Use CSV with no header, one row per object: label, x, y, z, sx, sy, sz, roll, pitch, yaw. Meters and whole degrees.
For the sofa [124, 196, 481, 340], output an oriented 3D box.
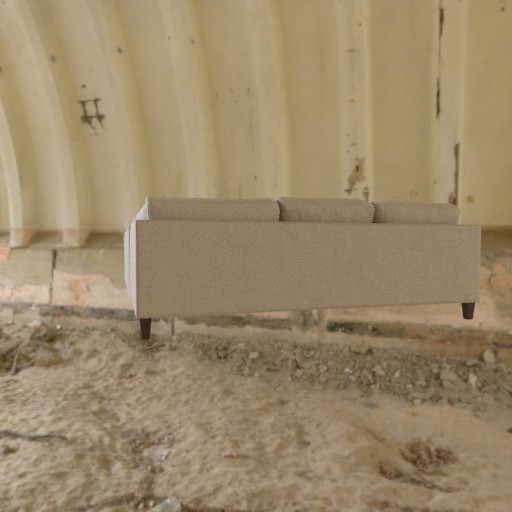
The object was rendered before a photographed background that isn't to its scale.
sofa,0.000,0.000,4.343,2.432,0.863,3.182,0,2,-17
